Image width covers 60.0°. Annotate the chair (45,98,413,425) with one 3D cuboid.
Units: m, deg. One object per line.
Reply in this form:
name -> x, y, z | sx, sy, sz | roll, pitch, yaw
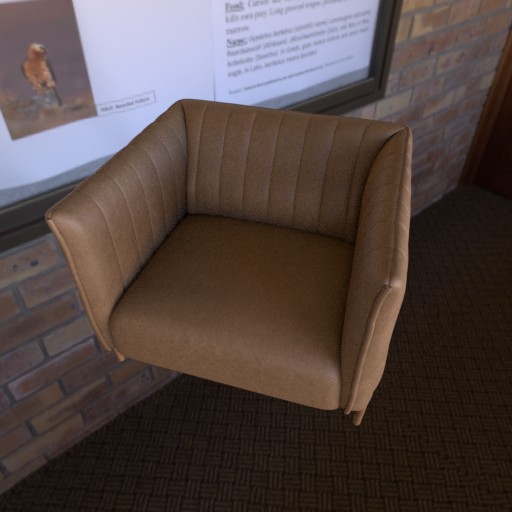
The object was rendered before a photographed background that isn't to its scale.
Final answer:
chair -> 0.000, 0.000, 1.603 | 0.981, 0.779, 0.876 | 11, 42, 13
